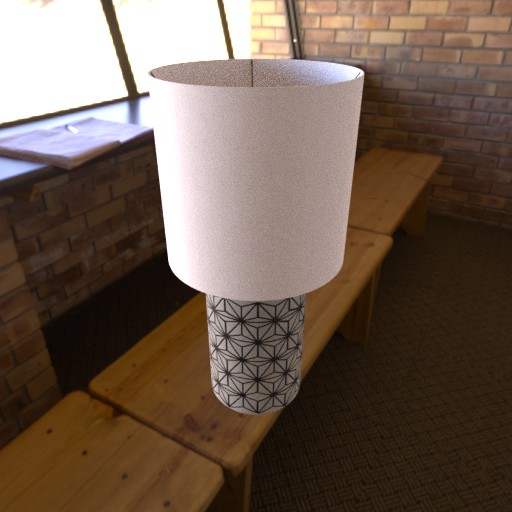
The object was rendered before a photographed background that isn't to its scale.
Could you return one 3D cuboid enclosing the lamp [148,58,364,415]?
[{"bbox_3d":[0.000,0.000,0.533,0.206,0.416,0.206,-1,30,-1],"label":"lamp"}]
